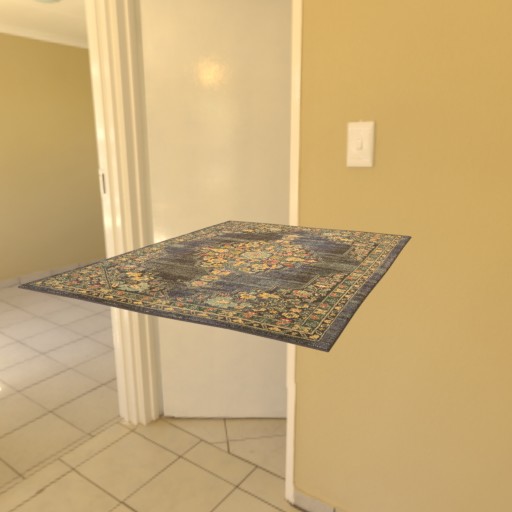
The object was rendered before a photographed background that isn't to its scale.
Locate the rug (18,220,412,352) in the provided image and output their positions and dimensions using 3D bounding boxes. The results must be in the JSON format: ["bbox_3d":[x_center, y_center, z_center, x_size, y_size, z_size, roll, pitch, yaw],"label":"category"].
[{"bbox_3d":[0.000,0.000,4.724,2.716,0.035,3.612,7,16,25],"label":"rug"}]
